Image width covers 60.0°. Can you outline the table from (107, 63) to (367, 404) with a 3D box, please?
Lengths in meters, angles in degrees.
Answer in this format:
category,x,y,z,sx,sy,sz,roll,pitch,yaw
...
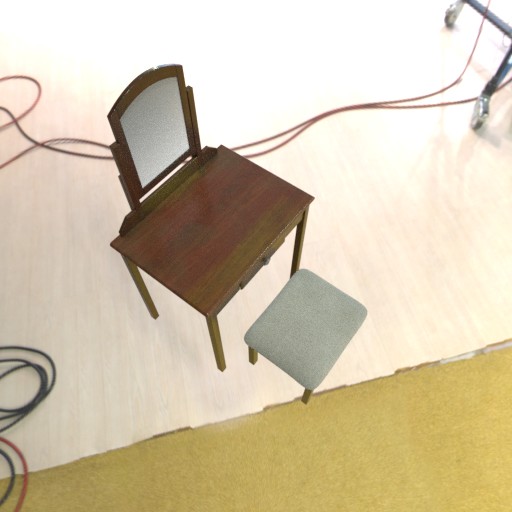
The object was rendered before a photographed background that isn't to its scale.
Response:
category,x,y,z,sx,sy,sz,roll,pitch,yaw
table,0.000,0.000,2.280,1.211,1.631,0.876,33,64,19
